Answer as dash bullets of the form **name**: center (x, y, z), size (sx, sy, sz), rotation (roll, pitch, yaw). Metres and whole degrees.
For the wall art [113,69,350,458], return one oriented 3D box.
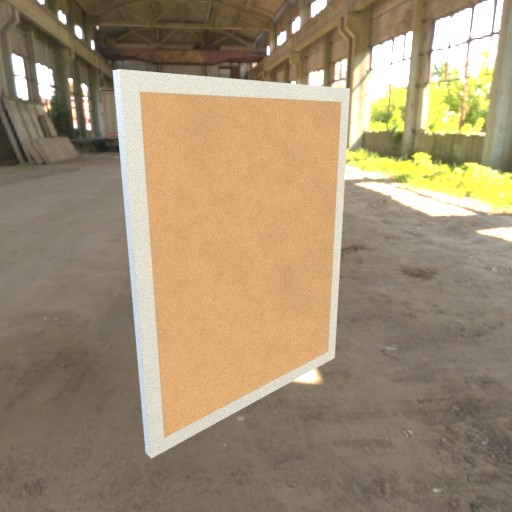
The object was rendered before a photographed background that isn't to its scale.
- **wall art**: center (0.000, 0.000, 1.103), size (0.661, 0.811, 0.026), rotation (-15, 22, -40)
